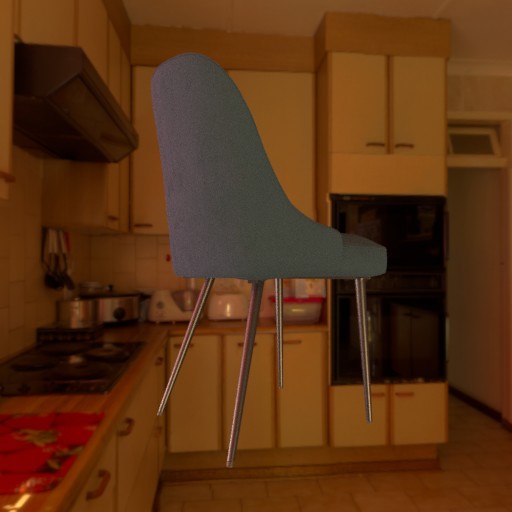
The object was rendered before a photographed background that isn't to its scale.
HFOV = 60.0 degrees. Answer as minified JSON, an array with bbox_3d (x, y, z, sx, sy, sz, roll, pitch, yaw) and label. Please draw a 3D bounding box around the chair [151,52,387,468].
[{"bbox_3d":[0.000,0.000,1.203,0.559,0.896,0.478,0,0,-35],"label":"chair"}]
